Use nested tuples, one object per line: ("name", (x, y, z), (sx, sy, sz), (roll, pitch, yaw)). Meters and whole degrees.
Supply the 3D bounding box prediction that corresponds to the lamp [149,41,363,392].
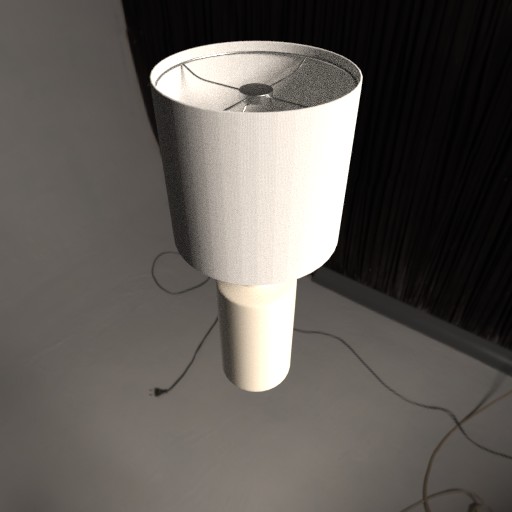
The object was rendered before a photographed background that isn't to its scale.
("lamp", (0.000, 0.000, 0.608), (0.212, 0.493, 0.212), (25, 46, 26))
